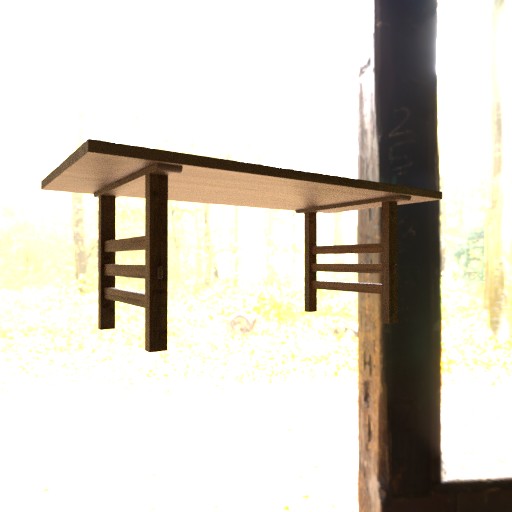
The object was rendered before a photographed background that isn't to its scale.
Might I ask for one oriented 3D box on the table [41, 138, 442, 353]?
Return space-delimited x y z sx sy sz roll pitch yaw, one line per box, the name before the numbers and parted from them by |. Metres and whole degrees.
table | 0.000 0.000 2.425 2.003 0.760 0.952 0 -1 -34
